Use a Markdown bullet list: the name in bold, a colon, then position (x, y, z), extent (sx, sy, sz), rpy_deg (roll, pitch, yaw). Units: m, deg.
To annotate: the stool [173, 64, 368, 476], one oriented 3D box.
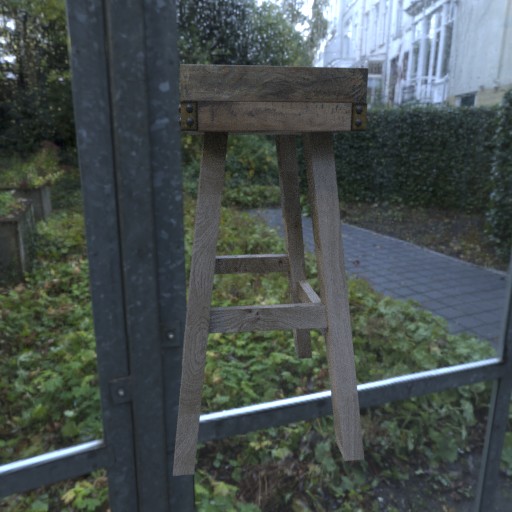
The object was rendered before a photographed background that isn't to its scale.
- **stool**: position (0.000, 0.000, 0.880), extent (0.330, 0.635, 0.450), rpy_deg (-2, 15, -7)
